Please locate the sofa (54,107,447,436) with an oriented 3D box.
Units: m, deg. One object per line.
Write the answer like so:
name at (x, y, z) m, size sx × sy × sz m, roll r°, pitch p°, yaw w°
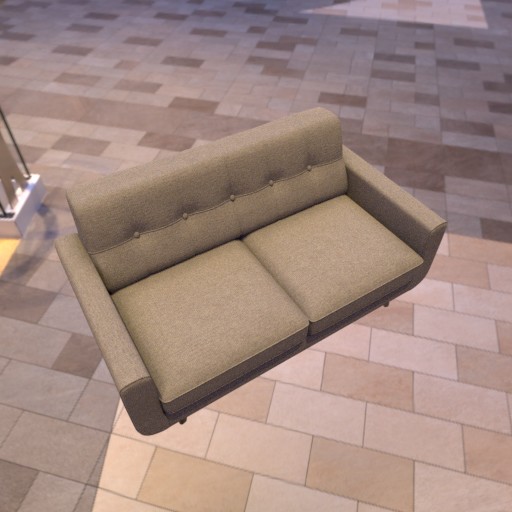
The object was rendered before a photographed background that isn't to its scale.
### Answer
sofa at (0.000, 0.000, 2.157) m, size 1.631 × 0.841 × 0.909 m, roll -24°, pitch 51°, yaw -21°
